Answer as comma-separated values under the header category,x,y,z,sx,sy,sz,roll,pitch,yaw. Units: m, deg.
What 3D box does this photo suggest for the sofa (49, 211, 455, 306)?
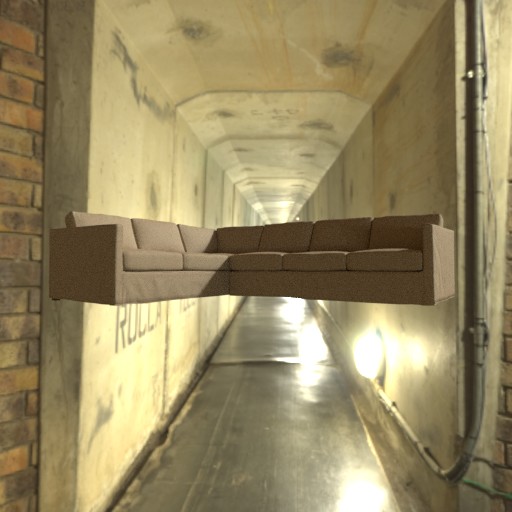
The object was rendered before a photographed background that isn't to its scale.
category,x,y,z,sx,sy,sz,roll,pitch,yaw
sofa,0.000,0.000,4.338,3.182,0.871,2.432,-1,-2,35
